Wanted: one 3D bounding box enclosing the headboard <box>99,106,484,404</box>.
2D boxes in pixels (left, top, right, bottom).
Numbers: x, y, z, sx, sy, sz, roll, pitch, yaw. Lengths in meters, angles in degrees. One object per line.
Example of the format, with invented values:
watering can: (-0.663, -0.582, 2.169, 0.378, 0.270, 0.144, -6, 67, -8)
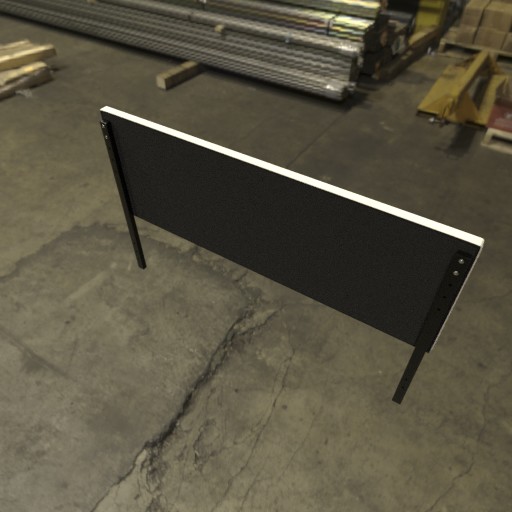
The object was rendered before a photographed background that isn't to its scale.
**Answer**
headboard: (0.000, 0.000, 2.874, 2.362, 1.410, 0.120, 24, 50, 23)
